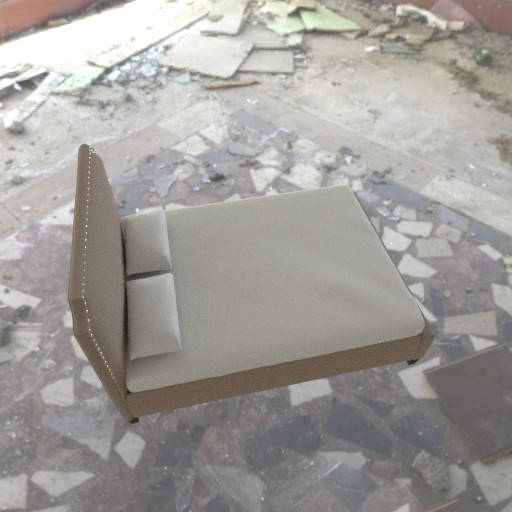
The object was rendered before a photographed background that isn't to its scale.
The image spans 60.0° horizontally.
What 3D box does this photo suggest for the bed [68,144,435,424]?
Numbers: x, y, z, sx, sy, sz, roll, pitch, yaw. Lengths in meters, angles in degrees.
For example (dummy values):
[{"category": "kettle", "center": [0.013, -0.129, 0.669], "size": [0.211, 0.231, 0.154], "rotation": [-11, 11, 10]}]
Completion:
[{"category": "bed", "center": [0.000, 0.000, 3.454], "size": [2.372, 1.443, 1.713], "rotation": [-9, 49, -8]}]
